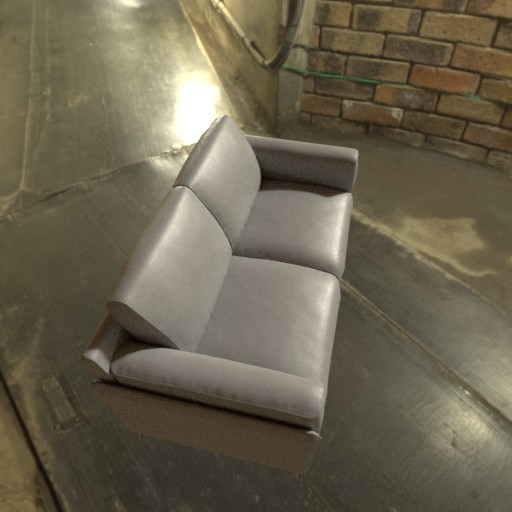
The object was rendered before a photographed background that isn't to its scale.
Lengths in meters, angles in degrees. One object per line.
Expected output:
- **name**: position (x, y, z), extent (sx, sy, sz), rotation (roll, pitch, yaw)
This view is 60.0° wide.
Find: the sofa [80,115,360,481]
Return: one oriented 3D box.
- **sofa**: position (0.000, 0.000, 2.623), extent (1.049, 0.930, 2.101), rotation (10, 47, 9)
